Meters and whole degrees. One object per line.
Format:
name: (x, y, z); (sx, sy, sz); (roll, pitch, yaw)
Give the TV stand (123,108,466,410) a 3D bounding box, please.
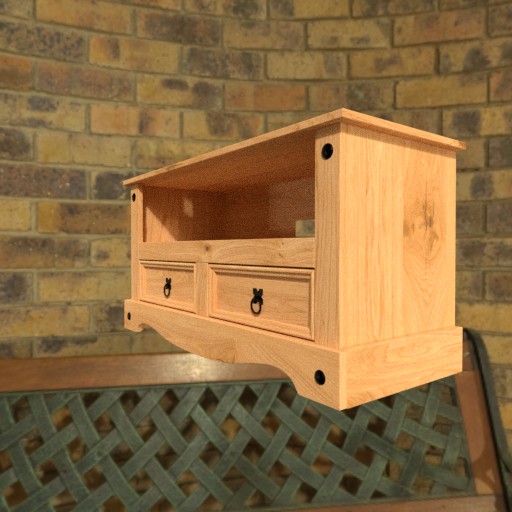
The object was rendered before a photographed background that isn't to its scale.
TV stand: (0.000, 0.000, 1.358); (0.440, 0.550, 1.080); (-1, 1, -37)
